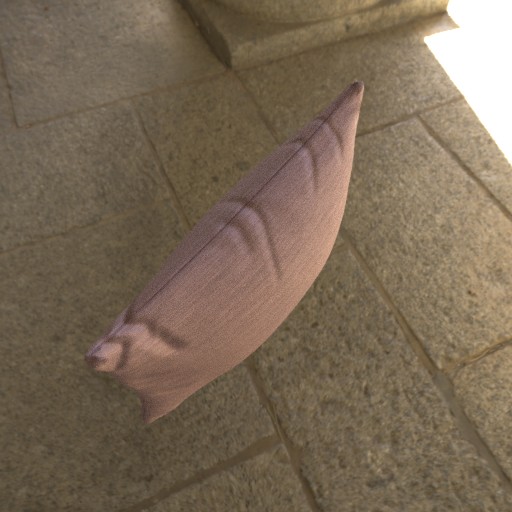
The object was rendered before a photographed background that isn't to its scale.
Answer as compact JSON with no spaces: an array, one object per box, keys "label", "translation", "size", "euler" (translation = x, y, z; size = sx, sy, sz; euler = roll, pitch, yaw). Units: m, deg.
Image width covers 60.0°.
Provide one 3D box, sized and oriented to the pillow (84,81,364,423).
[{"label":"pillow","translation":[0.000,0.000,0.777],"size":[0.210,0.338,0.633],"euler":[33,64,18]}]
